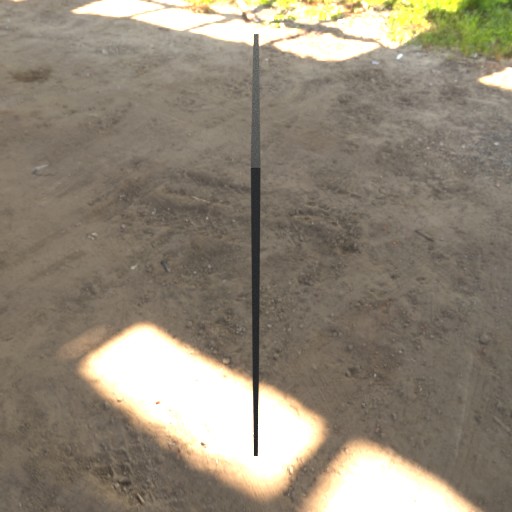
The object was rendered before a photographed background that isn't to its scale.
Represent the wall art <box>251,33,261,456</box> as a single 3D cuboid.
[{"bbox_3d":[0.000,0.000,0.680,0.008,0.530,0.379,0,42,0],"label":"wall art"}]
